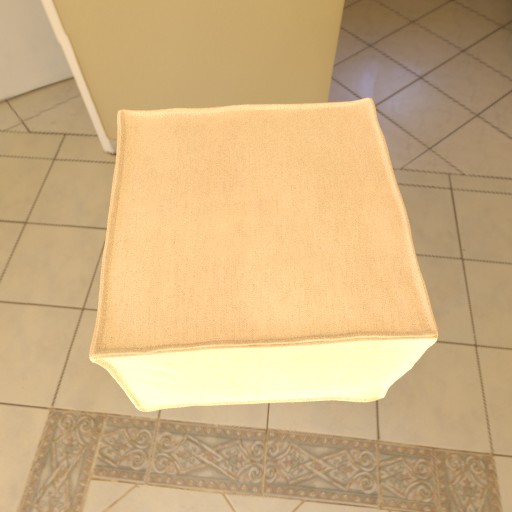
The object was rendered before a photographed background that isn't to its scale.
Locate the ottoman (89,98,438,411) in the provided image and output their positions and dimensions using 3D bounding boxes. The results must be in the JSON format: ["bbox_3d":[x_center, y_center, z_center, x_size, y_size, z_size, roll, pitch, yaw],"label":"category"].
[{"bbox_3d":[0.000,0.000,1.175,0.696,0.470,0.707,-3,59,-2],"label":"ottoman"}]
